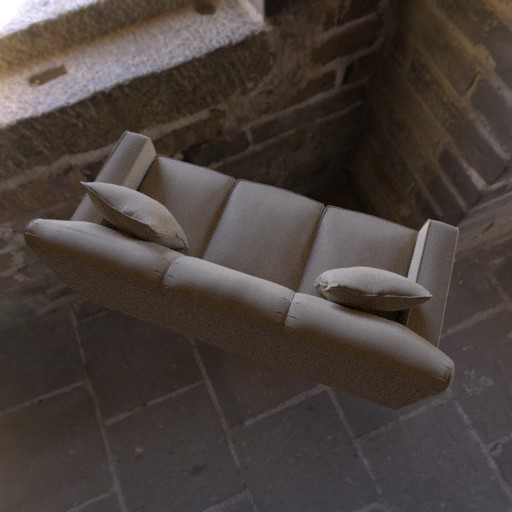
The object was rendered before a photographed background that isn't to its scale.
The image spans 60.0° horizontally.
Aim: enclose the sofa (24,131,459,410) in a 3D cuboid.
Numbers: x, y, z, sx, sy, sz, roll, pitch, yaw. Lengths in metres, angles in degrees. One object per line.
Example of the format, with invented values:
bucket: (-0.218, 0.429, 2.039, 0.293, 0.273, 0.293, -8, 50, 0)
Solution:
sofa: (0.000, 0.000, 2.497, 2.024, 0.958, 0.997, 18, 66, 8)
